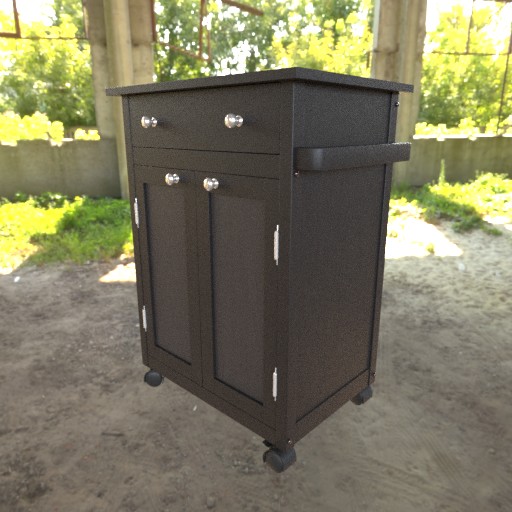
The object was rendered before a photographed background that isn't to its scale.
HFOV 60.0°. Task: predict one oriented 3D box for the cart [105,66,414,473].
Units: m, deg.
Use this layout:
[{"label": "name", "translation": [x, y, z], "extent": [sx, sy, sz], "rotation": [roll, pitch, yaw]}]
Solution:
[{"label": "cart", "translation": [0.000, 0.000, 1.226], "extent": [0.660, 0.879, 0.456], "rotation": [15, 22, 41]}]
